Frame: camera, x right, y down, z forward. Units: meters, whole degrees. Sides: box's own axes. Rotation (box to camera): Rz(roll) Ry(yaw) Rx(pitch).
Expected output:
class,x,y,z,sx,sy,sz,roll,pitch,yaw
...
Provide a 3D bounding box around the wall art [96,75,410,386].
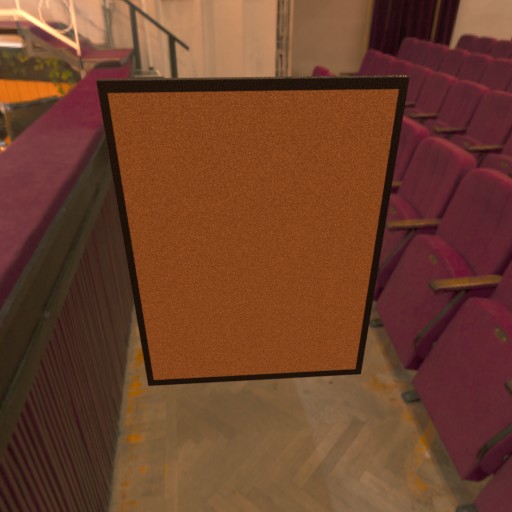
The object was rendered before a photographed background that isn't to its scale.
class,x,y,z,sx,sy,sz,roll,pitch,yaw
wall art,0.000,0.000,1.362,0.774,1.027,0.030,-2,30,-4
